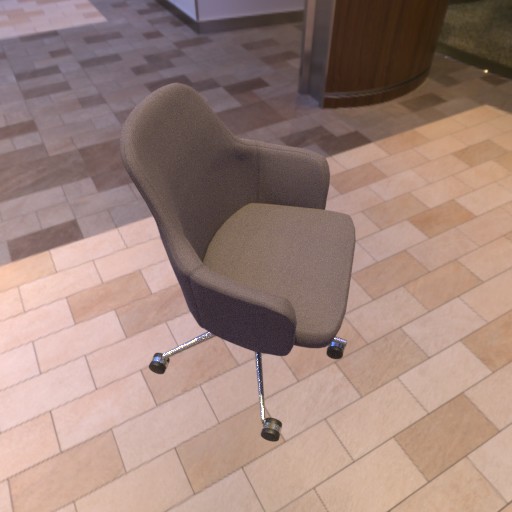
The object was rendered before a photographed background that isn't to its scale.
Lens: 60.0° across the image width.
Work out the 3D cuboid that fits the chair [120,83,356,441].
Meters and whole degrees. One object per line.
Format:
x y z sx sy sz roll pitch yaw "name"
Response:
0.000 0.000 1.227 0.600 0.820 0.655 11 47 10 "chair"
